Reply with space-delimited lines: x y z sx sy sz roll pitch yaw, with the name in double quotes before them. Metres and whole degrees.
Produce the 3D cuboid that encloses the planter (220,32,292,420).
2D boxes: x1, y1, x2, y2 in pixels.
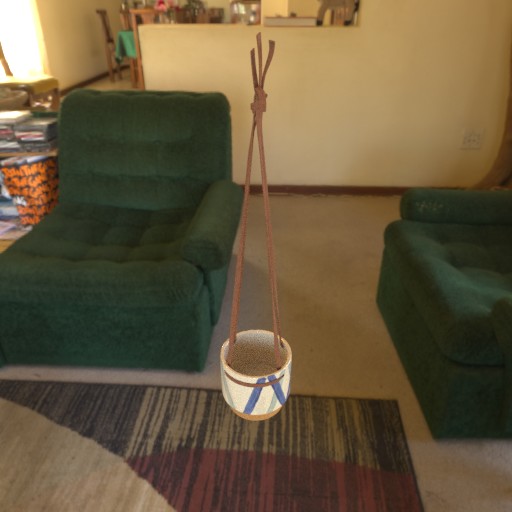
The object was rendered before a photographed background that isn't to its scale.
"planter" 0.000 0.000 0.827 0.153 0.753 0.157 -7 31 -12
